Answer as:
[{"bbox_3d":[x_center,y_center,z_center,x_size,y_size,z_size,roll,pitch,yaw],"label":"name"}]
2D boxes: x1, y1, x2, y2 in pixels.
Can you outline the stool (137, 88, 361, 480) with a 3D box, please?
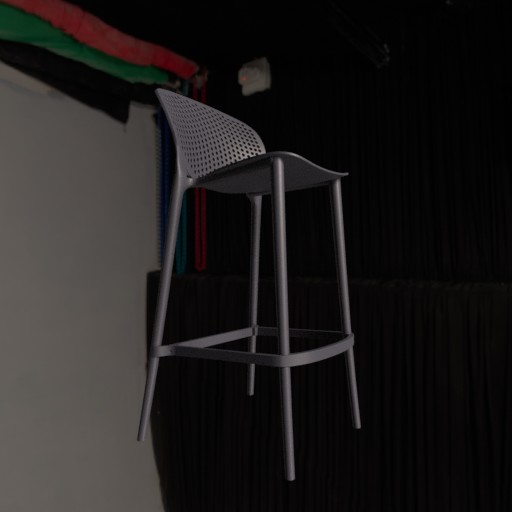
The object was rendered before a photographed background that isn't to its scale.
[{"bbox_3d":[0.000,0.000,1.333,0.535,1.045,0.536,0,0,36],"label":"stool"}]
